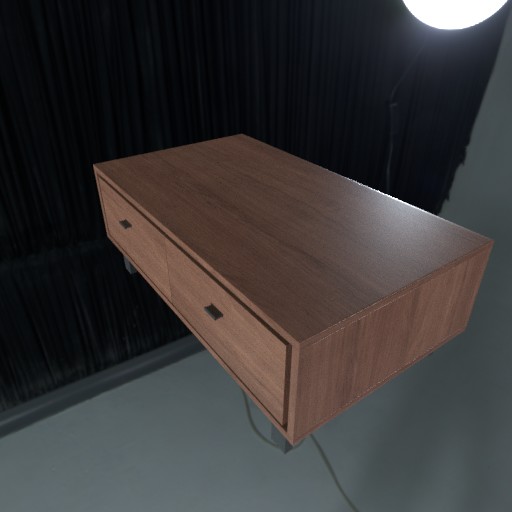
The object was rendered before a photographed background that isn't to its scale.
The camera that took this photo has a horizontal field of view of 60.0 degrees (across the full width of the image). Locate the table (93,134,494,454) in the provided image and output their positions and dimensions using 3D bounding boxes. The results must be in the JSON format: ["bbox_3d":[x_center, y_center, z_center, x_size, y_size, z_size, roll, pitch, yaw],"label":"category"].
[{"bbox_3d":[0.000,0.000,1.309,0.600,0.380,1.020,-21,37,-30],"label":"table"}]
